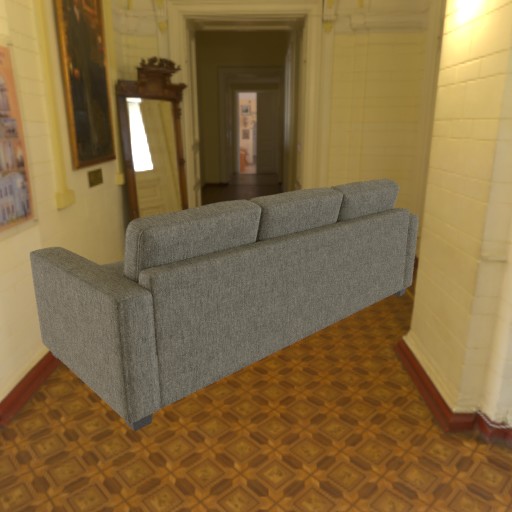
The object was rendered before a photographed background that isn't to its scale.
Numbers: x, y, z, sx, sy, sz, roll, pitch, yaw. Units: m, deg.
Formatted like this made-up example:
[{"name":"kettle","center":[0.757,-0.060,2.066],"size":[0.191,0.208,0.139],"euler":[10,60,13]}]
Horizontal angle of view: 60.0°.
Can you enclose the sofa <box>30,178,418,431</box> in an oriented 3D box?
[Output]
[{"name":"sofa","center":[0.000,0.000,2.550],"size":[2.160,0.800,0.900],"euler":[-15,22,-42]}]
